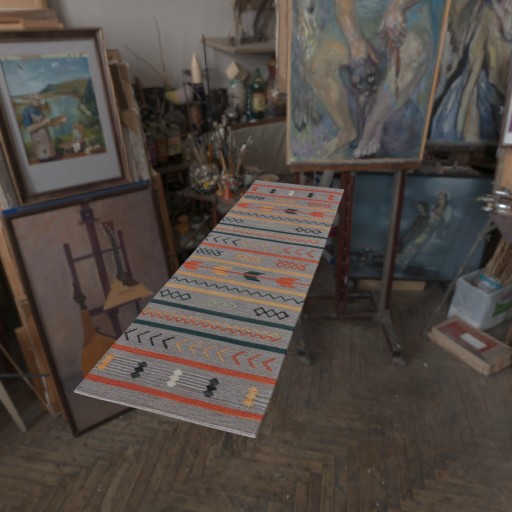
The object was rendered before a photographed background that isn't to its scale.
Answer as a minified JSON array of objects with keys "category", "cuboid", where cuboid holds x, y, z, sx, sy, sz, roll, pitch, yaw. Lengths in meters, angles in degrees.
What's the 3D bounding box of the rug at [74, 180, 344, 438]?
[{"category":"rug","cuboid":[0.000,0.000,2.626,0.744,0.022,2.419,9,31,15]}]
